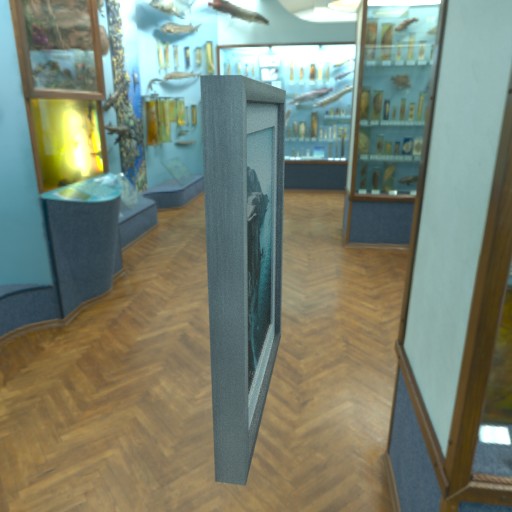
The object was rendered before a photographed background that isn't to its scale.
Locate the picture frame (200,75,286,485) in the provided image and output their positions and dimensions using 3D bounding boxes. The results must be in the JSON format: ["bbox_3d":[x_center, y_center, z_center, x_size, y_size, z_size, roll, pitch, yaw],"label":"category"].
[{"bbox_3d":[0.000,0.000,0.771,0.046,0.555,0.449,3,19,9],"label":"picture frame"}]
